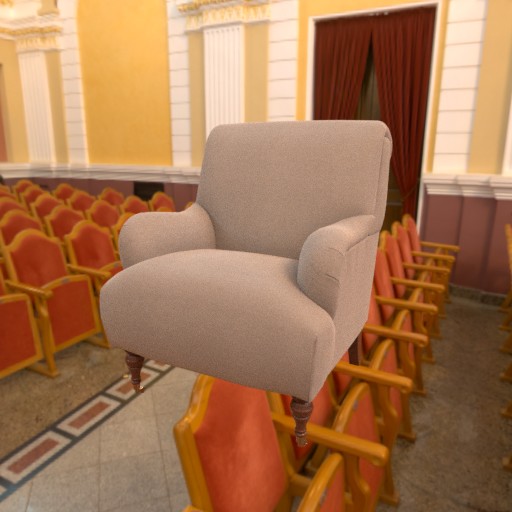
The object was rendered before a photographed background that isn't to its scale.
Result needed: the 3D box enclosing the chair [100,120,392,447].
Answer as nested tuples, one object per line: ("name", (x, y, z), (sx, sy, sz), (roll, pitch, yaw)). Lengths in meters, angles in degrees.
("chair", (0.000, 0.000, 1.566), (0.766, 0.942, 0.842), (7, 16, 27))
